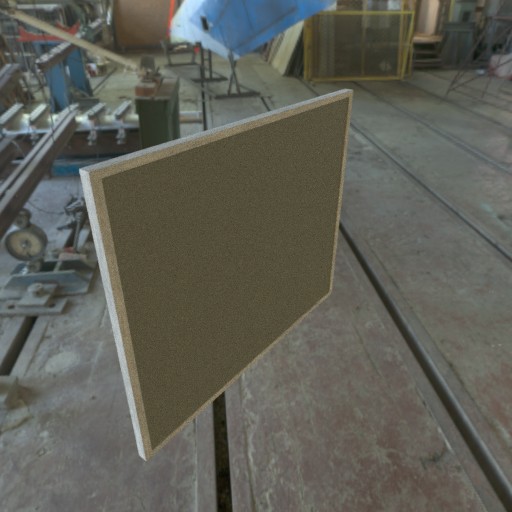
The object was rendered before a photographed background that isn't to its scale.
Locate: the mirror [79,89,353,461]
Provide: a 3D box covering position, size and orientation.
[{"bbox_3d":[0.000,0.000,1.122,0.028,0.689,0.839,22,37,32],"label":"mirror"}]
